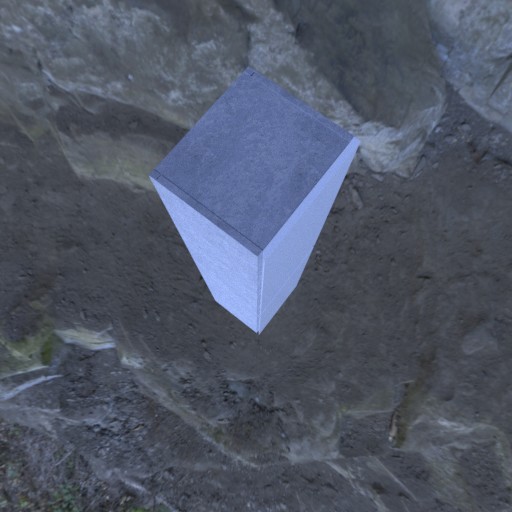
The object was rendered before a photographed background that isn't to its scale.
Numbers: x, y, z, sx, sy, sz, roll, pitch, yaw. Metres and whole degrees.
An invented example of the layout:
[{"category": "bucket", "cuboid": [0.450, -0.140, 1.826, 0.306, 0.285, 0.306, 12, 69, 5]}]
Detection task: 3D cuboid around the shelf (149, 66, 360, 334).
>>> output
[{"category": "shelf", "cuboid": [0.000, 0.000, 1.505, 0.270, 1.400, 0.300, 37, 78, 9]}]
